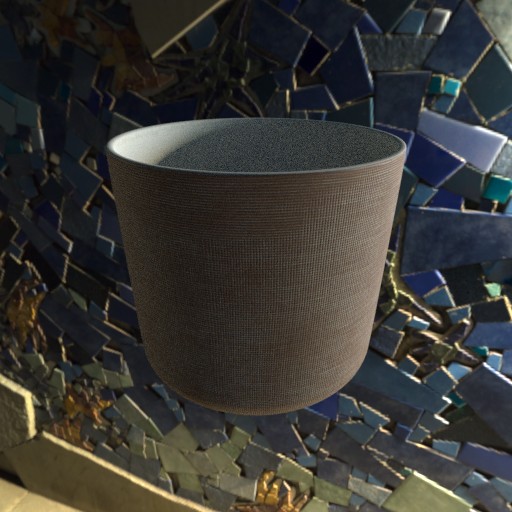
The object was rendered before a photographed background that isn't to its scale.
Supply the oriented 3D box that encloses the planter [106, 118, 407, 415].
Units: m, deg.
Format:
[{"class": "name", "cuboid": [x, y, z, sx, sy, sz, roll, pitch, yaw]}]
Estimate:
[{"class": "planter", "cuboid": [0.000, 0.000, 0.760, 0.440, 0.398, 0.440, 0, 25, 0]}]
